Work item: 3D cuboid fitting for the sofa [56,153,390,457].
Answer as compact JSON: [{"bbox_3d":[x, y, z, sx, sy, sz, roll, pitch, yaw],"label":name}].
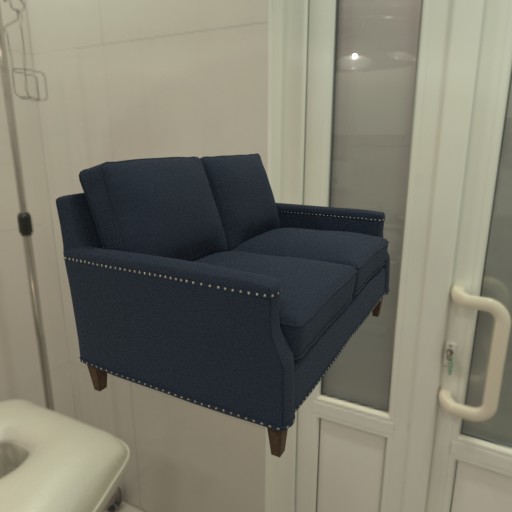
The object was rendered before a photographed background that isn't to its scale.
[{"bbox_3d":[0.000,0.000,2.288,1.084,1.003,1.597,8,17,27],"label":"sofa"}]
